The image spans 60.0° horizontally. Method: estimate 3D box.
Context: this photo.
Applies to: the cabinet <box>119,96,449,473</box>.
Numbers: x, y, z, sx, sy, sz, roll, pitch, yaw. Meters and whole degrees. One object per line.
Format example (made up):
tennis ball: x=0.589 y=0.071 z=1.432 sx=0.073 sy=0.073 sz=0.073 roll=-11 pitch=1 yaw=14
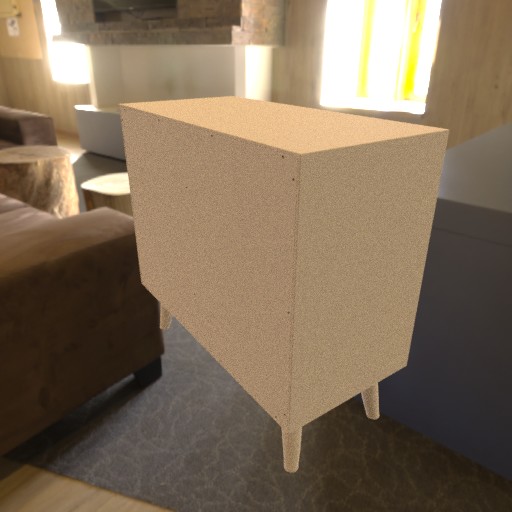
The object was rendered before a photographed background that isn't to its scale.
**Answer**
cabinet: x=0.000 y=0.000 z=1.238 sx=0.398 sy=0.761 sz=0.800 roll=-17 pitch=30 yaw=-31
